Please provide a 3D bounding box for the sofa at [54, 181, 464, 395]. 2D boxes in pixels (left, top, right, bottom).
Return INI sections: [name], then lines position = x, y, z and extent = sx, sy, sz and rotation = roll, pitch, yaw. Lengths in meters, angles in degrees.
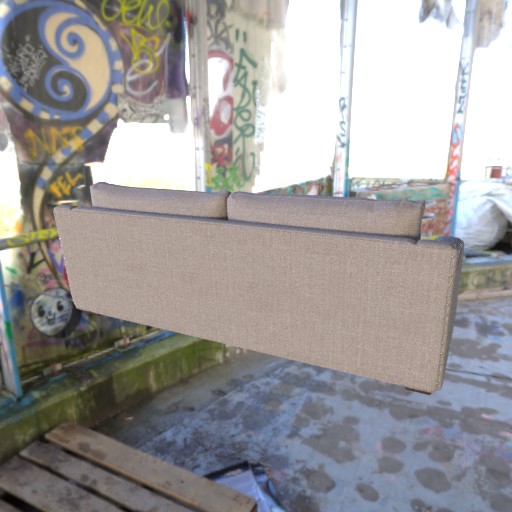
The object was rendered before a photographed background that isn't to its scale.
[sofa]
position = 0.000, 0.000, 2.644
extent = 2.208, 0.857, 1.000
rotation = 8, 17, 26
